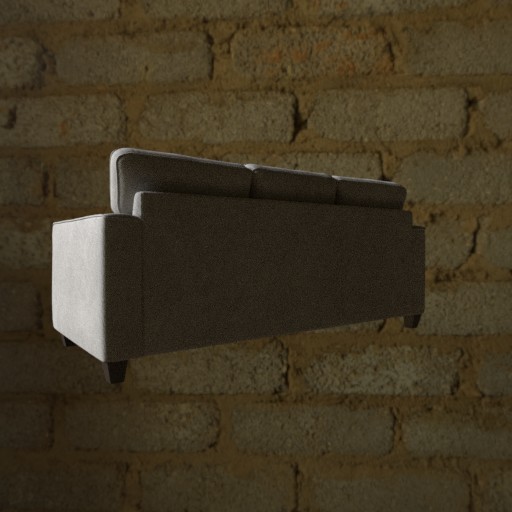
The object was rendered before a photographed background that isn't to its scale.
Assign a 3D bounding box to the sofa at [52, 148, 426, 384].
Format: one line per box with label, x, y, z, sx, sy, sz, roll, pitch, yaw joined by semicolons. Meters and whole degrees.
sofa;0.000;0.000;2.673;2.133;0.965;0.939;-1;2;-36
